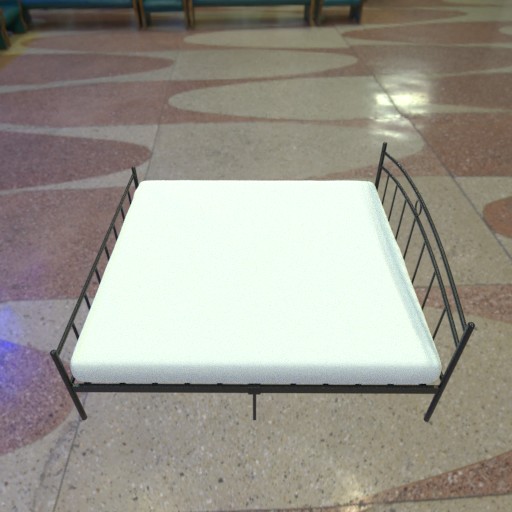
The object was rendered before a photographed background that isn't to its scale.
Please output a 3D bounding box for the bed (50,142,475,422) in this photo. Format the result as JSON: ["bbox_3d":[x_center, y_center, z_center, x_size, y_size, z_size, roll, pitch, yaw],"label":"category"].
[{"bbox_3d":[0.000,0.000,3.003,2.040,0.940,1.880,0,40,0],"label":"bed"}]
